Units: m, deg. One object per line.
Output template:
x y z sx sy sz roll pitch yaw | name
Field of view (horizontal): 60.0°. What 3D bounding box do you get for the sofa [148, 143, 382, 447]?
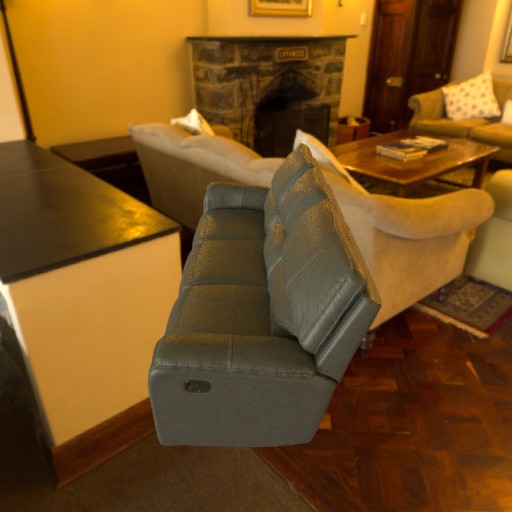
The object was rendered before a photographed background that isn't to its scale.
0.000 0.000 3.199 1.104 1.134 2.627 0 27 0 | sofa
